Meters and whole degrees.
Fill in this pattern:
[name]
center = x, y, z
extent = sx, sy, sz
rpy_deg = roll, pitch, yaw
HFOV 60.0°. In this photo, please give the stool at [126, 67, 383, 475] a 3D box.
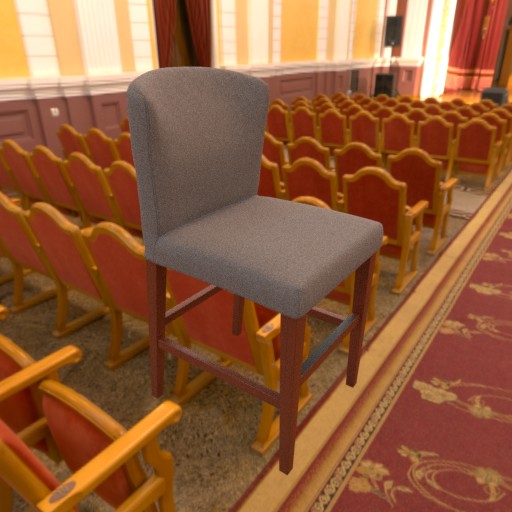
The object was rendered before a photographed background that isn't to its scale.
[stool]
center = 0.000, 0.000, 1.248
extent = 0.568, 0.968, 0.481
rpy_deg = 17, 30, 32
